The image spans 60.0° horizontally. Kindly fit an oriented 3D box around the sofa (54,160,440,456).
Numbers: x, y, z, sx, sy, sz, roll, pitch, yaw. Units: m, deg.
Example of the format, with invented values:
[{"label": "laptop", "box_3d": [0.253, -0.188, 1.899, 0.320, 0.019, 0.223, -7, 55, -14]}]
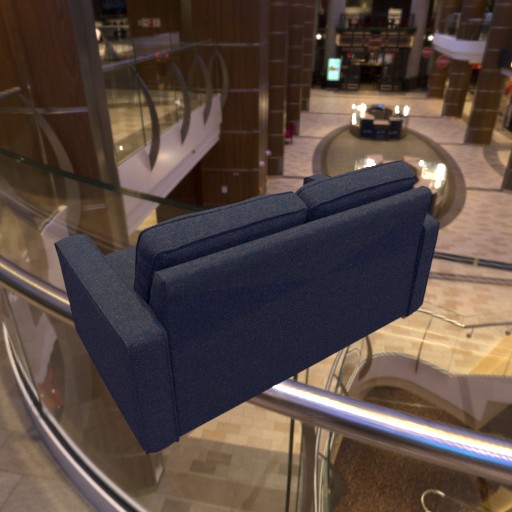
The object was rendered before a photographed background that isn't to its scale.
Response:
[{"label": "sofa", "box_3d": [0.000, 0.000, 2.250, 1.709, 0.918, 0.947, -19, 34, -30]}]
